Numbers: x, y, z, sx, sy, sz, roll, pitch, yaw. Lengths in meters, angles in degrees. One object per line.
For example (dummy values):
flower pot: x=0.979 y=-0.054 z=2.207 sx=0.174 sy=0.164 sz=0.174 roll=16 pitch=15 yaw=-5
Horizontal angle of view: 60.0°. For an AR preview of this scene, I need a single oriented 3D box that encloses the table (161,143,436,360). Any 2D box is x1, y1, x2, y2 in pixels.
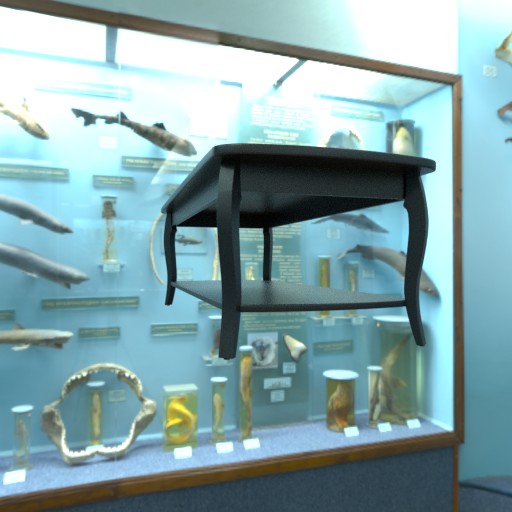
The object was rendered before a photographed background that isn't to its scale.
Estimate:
table: x=0.000 y=0.000 z=1.595 sx=0.571 sy=0.457 sz=1.333 roll=0 pitch=-1 yaw=-17
